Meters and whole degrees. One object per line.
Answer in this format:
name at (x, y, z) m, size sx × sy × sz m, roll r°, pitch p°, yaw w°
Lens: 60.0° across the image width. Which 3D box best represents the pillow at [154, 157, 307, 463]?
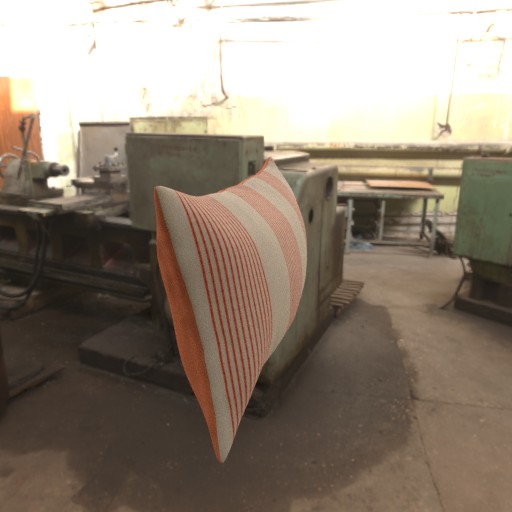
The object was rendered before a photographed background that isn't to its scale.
pillow at (0.000, 0.000, 0.721) m, size 0.156 × 0.292 × 0.608 m, roll 3°, pitch 16°, yaw 11°
